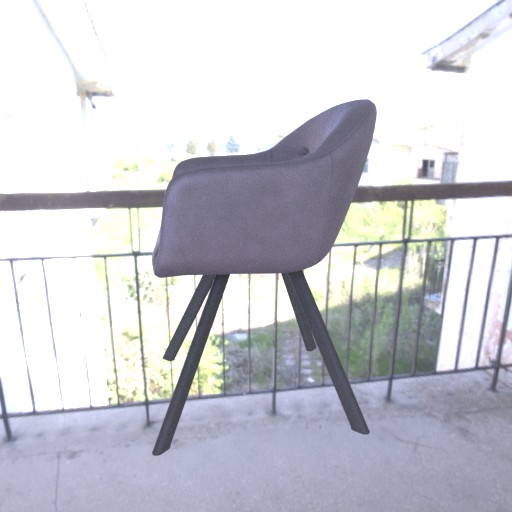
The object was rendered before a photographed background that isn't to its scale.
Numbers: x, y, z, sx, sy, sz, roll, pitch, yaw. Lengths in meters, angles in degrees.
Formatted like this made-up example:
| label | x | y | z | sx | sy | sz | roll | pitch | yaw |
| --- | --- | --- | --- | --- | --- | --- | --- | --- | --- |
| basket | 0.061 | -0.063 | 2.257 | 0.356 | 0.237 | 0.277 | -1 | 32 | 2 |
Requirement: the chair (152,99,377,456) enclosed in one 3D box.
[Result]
| label | x | y | z | sx | sy | sz | roll | pitch | yaw |
| --- | --- | --- | --- | --- | --- | --- | --- | --- | --- |
| chair | 0.000 | 0.000 | 1.162 | 0.544 | 0.781 | 0.567 | -2 | 15 | -8 |
